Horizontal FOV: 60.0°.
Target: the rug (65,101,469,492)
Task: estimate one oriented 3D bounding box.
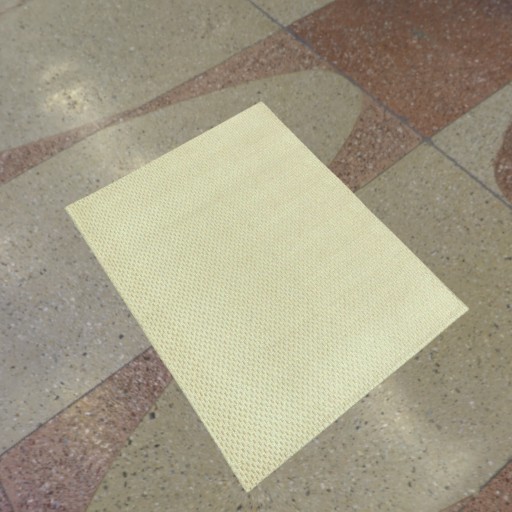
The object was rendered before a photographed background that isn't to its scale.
[{"bbox_3d":[0.000,0.000,3.889,2.277,0.035,2.897,-33,68,-15],"label":"rug"}]
